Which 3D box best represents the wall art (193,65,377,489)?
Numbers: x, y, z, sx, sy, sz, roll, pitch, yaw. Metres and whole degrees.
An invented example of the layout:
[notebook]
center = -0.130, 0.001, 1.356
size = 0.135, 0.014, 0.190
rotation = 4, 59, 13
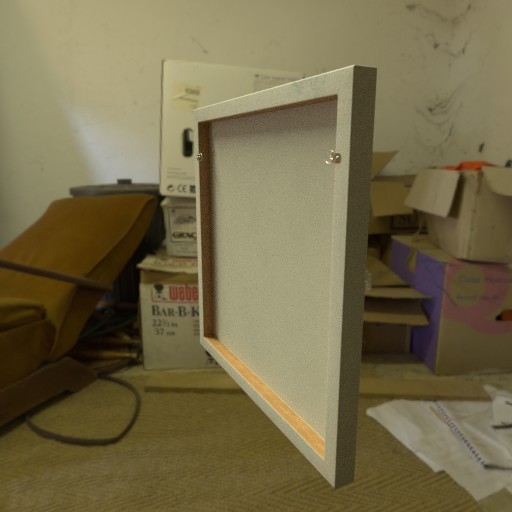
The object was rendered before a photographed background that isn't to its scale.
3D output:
[wall art]
center = 0.000, 0.000, 0.889
size = 0.040, 0.612, 0.612
rotation = -6, 14, -26
